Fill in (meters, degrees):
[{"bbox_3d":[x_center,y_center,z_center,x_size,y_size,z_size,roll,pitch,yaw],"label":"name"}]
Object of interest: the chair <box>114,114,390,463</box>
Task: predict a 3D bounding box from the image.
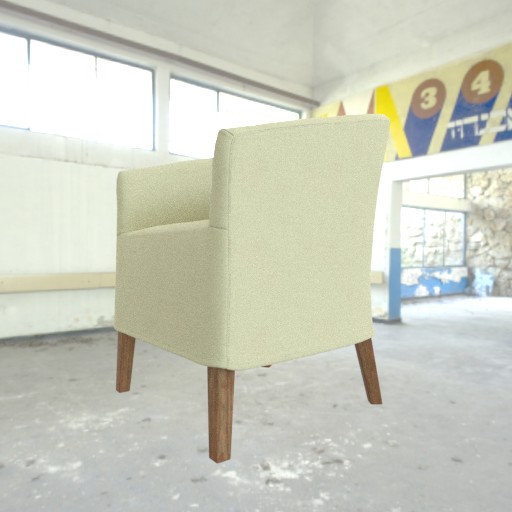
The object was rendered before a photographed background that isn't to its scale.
[{"bbox_3d":[0.000,0.000,1.302,0.657,0.822,0.643,0,0,-37],"label":"chair"}]
